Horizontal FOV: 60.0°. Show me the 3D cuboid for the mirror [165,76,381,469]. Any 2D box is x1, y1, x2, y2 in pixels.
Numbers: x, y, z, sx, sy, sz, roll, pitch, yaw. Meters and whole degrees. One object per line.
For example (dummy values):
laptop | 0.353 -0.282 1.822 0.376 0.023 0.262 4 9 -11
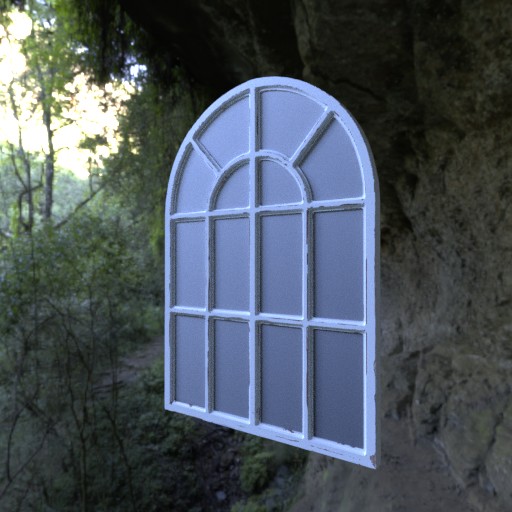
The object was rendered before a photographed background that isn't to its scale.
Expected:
mirror | 0.000 0.000 1.162 0.660 0.920 0.032 0 -1 36
